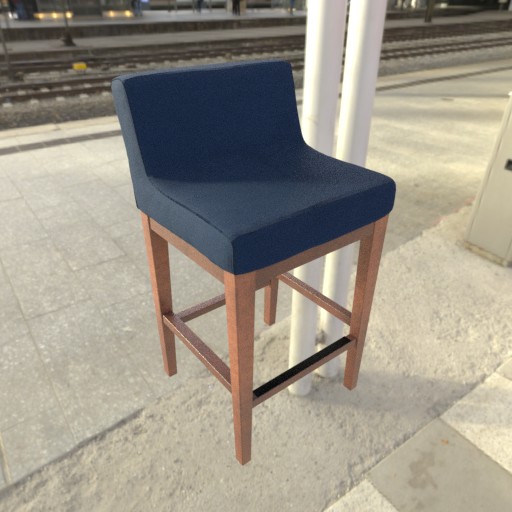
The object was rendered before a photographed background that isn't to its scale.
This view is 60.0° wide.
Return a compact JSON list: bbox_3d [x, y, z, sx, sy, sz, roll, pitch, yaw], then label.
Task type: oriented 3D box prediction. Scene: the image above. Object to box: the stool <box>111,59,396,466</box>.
[{"bbox_3d":[0.000,0.000,1.235,0.511,0.945,0.516,-22,37,-32],"label":"stool"}]
